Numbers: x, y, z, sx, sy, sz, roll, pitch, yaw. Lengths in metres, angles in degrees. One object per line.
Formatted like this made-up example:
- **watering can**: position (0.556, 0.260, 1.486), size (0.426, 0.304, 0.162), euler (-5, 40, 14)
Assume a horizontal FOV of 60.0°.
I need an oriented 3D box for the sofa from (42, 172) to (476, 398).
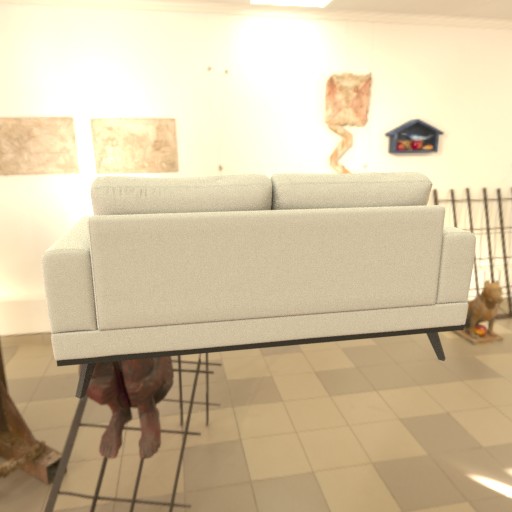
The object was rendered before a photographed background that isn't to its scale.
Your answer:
- **sofa**: position (0.000, 0.000, 2.098), size (1.650, 0.810, 0.920), euler (-3, 15, -11)
